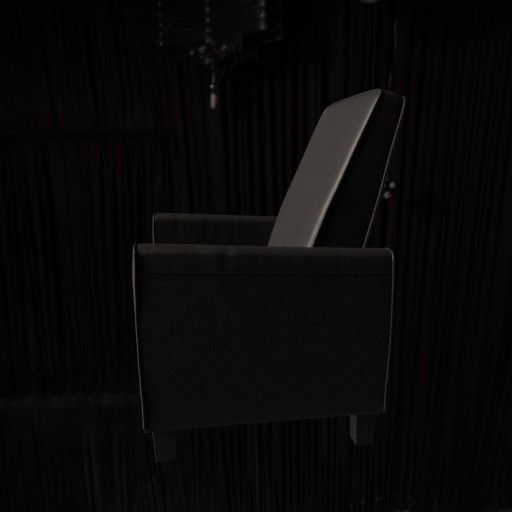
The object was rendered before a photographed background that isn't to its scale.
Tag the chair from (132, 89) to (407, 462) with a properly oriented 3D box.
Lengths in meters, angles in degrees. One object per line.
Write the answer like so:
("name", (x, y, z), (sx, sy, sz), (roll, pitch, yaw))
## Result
("chair", (0.000, 0.000, 1.473), (0.746, 1.013, 0.705), (-2, 13, -8))
